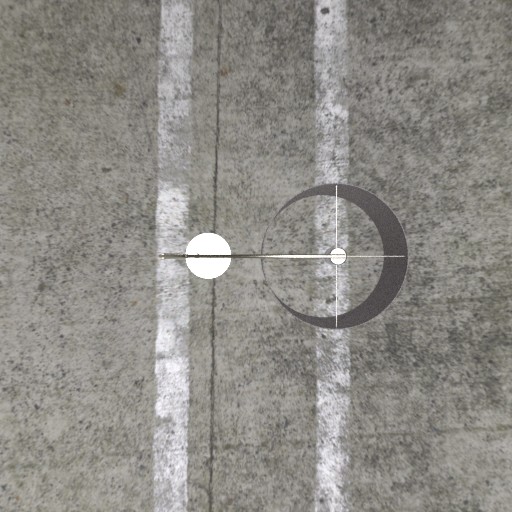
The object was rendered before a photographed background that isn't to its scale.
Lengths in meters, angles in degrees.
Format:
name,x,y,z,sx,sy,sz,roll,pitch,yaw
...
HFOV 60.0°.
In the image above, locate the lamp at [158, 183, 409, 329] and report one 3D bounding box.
name,x,y,z,sx,sy,sz,roll,pitch,yaw
lamp,0.000,0.000,2.136,0.934,1.735,0.452,0,90,0
